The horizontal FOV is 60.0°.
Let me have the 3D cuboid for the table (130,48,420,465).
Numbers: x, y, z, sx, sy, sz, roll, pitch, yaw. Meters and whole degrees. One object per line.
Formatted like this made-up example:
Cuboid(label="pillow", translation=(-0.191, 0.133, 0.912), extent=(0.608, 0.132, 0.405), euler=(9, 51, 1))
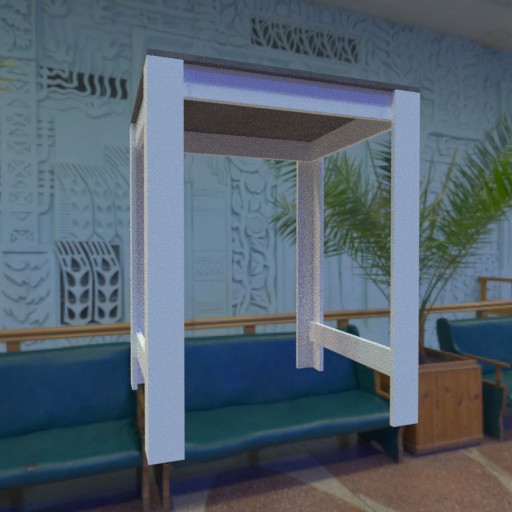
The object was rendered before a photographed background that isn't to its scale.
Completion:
Cuboid(label="table", translation=(0.000, 0.000, 1.538), extent=(0.800, 1.020, 0.700), euler=(0, 1, -19))
